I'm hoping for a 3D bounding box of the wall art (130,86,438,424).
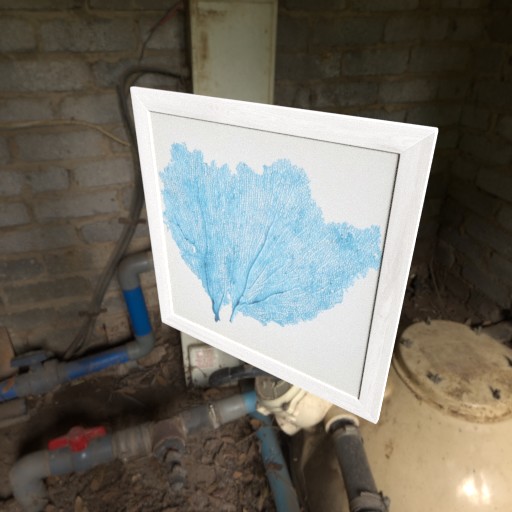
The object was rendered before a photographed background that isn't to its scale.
[{"bbox_3d":[0.000,0.000,0.881,0.584,0.584,0.013,19,35,28],"label":"wall art"}]
